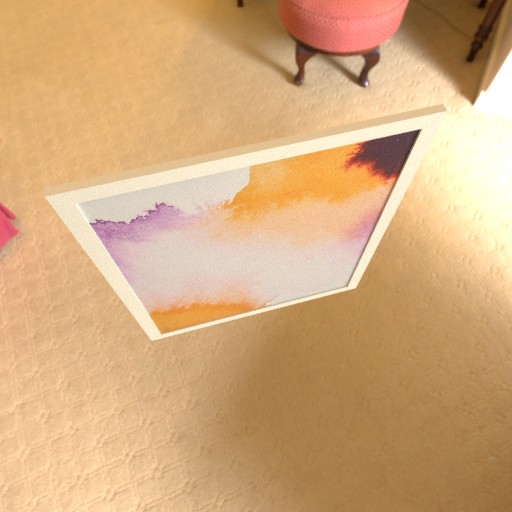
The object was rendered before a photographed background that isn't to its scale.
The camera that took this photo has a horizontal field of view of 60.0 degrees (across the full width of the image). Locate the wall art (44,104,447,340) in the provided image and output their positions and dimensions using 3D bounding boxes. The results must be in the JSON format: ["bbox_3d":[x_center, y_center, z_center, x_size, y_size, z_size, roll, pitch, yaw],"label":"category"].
[{"bbox_3d":[0.000,0.000,0.763,0.482,0.557,0.012,-14,64,-7],"label":"wall art"}]
